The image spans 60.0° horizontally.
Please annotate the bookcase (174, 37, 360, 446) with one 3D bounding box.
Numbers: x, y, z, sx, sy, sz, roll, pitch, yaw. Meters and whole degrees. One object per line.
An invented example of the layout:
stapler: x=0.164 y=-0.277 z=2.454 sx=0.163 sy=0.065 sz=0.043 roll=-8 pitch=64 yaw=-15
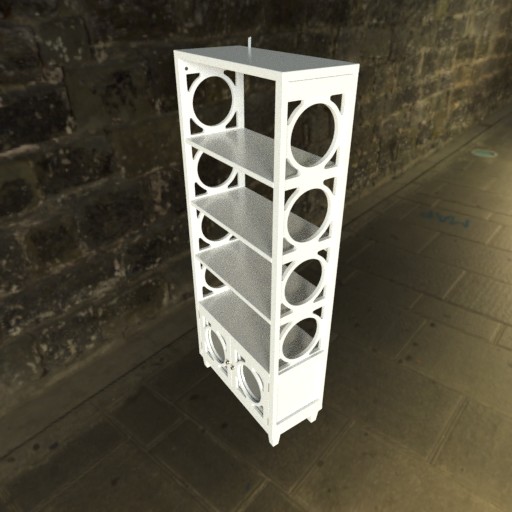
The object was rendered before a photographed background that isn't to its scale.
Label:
bookcase: x=0.000 y=0.000 z=2.161 sx=0.361 sy=1.869 sz=0.761 roll=-20 pitch=36 yaw=-30
